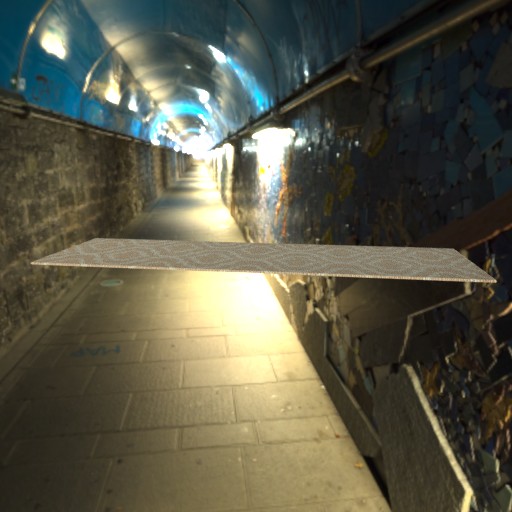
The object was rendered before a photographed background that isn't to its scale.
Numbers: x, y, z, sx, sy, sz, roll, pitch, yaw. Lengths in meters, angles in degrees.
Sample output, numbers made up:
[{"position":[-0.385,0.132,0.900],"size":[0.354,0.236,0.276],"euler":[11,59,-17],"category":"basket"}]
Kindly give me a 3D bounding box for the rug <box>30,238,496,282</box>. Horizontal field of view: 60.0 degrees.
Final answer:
[{"position":[0.000,0.000,2.486],"size":[2.289,0.013,0.691],"euler":[2,13,8],"category":"rug"}]
